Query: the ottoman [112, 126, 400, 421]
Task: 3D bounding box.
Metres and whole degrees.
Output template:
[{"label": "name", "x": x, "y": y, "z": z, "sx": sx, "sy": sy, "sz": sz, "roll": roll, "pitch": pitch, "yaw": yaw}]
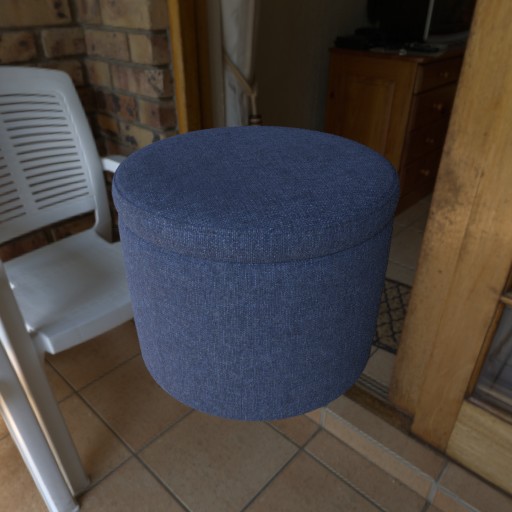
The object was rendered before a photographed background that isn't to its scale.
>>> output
[{"label": "ottoman", "x": 0.000, "y": 0.000, "z": 0.917, "sx": 0.520, "sy": 0.430, "sz": 0.520, "roll": 0, "pitch": 32, "yaw": 0}]
